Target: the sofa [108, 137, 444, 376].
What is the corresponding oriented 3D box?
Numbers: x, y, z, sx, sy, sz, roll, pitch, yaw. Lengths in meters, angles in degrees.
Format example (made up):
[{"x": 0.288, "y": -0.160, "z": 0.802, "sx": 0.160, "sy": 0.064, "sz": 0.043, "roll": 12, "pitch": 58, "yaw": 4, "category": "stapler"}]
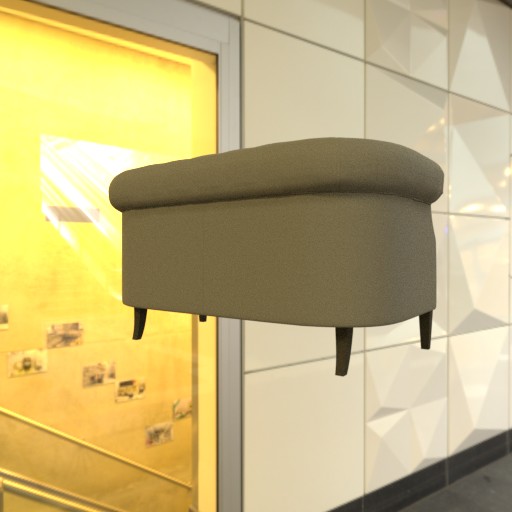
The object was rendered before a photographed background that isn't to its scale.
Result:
[{"x": 0.000, "y": 0.000, "z": 2.072, "sx": 1.558, "sy": 0.827, "sz": 0.835, "roll": 0, "pitch": 0, "yaw": 36, "category": "sofa"}]
